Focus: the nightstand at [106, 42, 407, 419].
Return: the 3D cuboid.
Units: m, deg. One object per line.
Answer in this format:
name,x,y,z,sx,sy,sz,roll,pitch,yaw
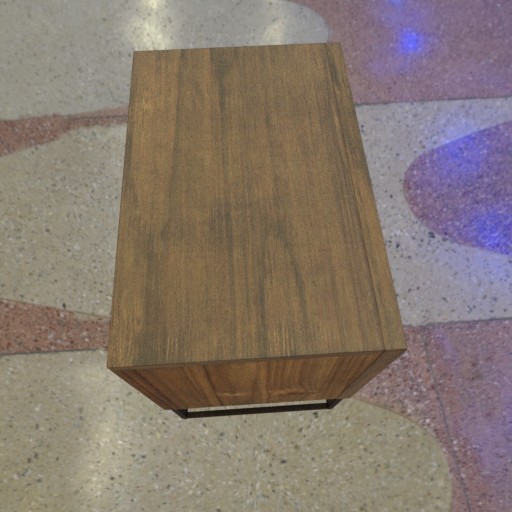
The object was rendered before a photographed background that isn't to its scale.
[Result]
nightstand,0.000,0.000,0.999,0.437,0.610,0.610,-3,64,-2
